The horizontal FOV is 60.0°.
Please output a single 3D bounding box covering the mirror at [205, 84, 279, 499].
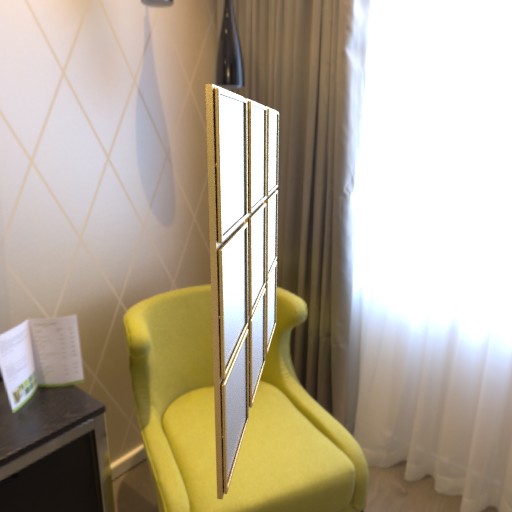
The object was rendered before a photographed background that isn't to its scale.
[{"bbox_3d":[0.000,0.000,1.413,0.023,0.926,1.011,2,16,9],"label":"mirror"}]
